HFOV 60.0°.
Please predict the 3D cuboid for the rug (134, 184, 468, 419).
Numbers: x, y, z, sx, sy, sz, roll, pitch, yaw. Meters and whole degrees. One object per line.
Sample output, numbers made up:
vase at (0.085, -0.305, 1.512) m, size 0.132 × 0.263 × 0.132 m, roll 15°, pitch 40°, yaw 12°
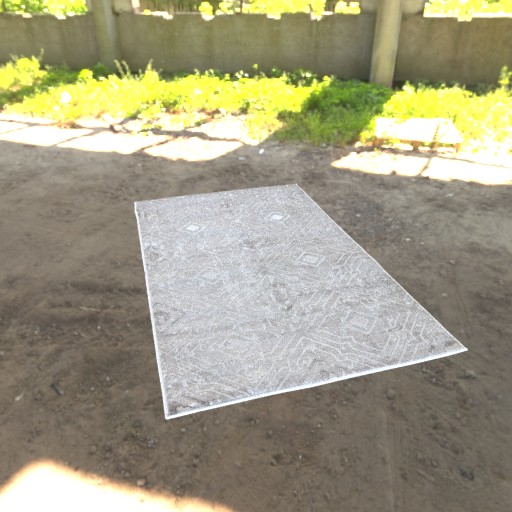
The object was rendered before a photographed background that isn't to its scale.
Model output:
rug at (0.000, 0.000, 3.087) m, size 1.537 × 0.036 × 2.447 m, roll -8°, pitch 31°, yaw -14°
